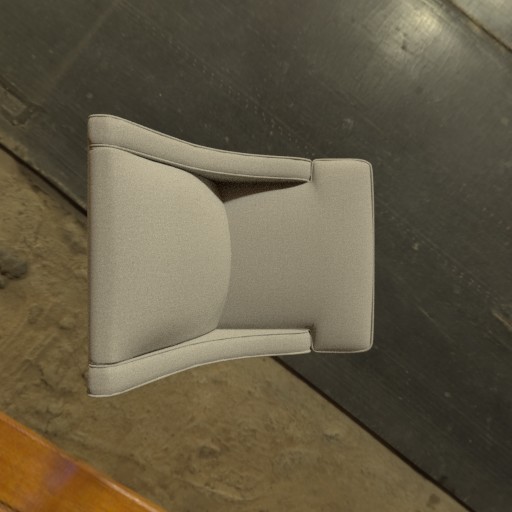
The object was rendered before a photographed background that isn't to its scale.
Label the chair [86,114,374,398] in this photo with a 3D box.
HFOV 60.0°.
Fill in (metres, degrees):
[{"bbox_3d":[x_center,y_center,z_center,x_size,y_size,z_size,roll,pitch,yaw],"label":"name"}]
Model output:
[{"bbox_3d":[0.000,0.000,1.361,0.737,0.864,0.610,0,90,0],"label":"chair"}]
